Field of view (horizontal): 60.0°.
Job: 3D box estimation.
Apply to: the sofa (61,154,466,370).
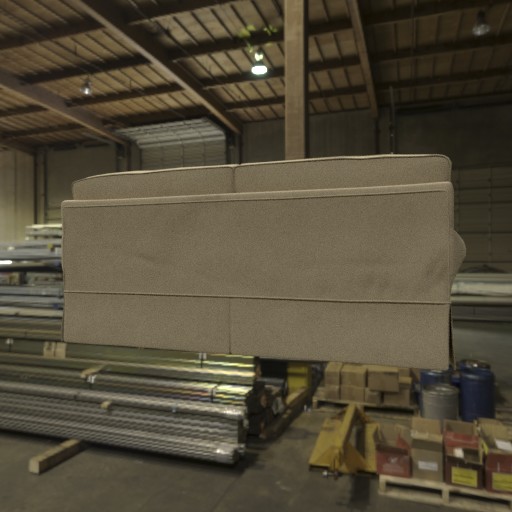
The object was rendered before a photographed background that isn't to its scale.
[{"bbox_3d":[0.000,0.000,2.669,2.246,1.014,0.900,0,0,18],"label":"sofa"}]
